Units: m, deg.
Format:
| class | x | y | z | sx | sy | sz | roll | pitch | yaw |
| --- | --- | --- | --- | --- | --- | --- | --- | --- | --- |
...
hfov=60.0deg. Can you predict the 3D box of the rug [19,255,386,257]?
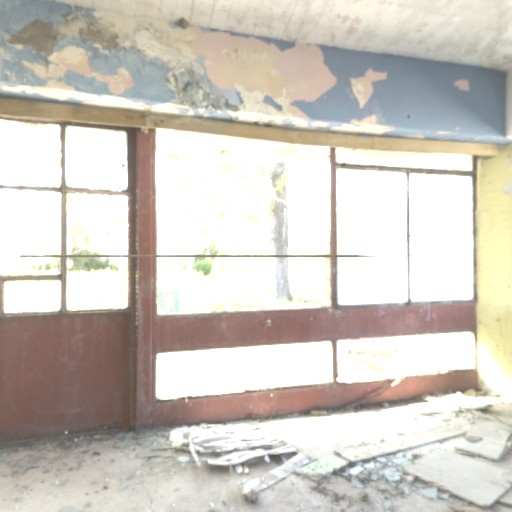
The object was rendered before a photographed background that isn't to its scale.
| class | x | y | z | sx | sy | sz | roll | pitch | yaw |
| --- | --- | --- | --- | --- | --- | --- | --- | --- | --- |
| rug | 0.000 | 0.000 | 2.295 | 1.220 | 0.007 | 1.828 | 0 | 0 | 19 |
